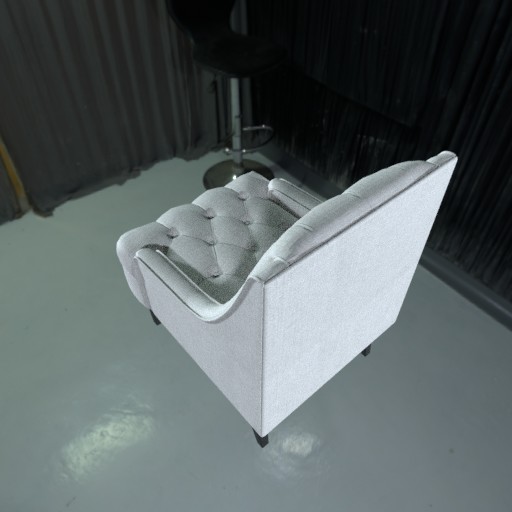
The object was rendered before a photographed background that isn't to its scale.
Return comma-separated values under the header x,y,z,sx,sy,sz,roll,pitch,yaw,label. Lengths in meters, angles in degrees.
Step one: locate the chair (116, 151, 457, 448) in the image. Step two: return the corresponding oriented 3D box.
x,y,z,sx,sy,sz,roll,pitch,yaw,label
0.000,0.000,1.434,0.658,0.891,0.772,-32,54,-27,chair
